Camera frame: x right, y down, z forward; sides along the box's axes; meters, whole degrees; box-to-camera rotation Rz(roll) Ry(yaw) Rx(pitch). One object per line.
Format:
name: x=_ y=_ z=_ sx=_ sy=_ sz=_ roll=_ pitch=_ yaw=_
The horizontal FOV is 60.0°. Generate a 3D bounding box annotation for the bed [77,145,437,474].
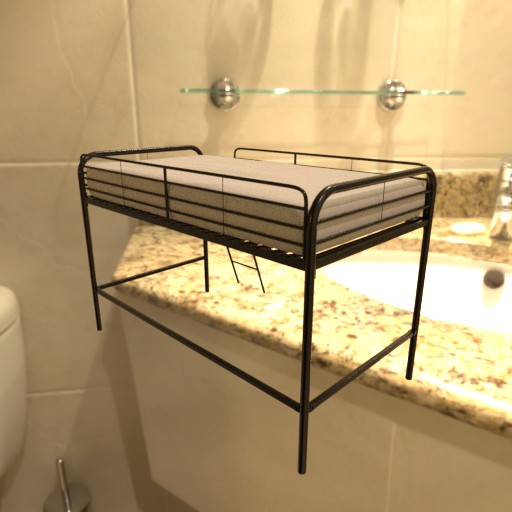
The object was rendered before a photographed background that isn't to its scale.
bed: x=0.000 y=0.000 z=2.903 sx=1.968 sy=1.289 sz=1.393 roll=17 pitch=25 yaw=42
